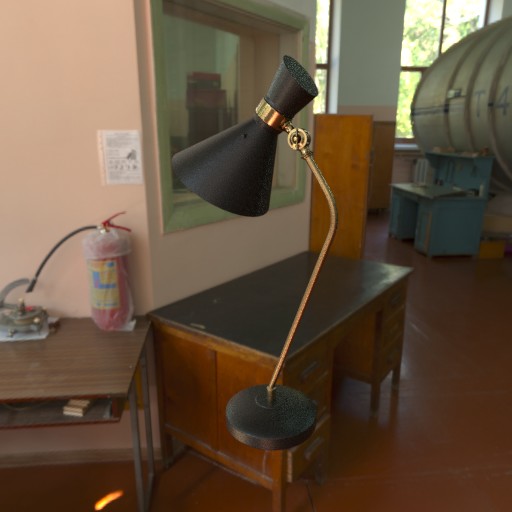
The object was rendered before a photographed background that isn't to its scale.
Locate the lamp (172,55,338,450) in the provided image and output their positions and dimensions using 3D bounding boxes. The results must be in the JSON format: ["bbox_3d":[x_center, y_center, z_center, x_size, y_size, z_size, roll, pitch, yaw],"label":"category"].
[{"bbox_3d":[0.000,0.000,0.782,0.292,0.647,0.189,8,17,27],"label":"lamp"}]
